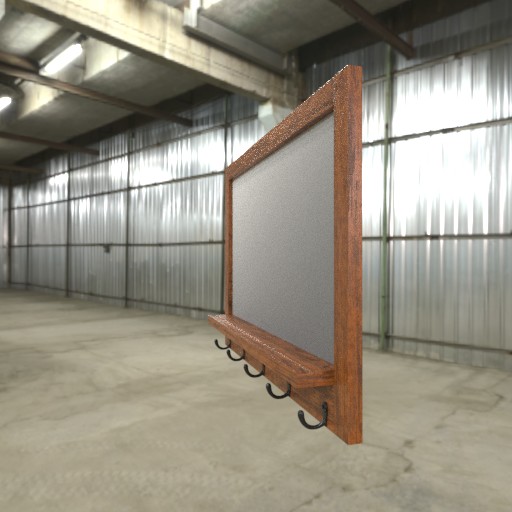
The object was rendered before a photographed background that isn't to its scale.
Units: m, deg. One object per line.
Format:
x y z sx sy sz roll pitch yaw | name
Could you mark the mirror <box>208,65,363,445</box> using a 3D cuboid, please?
0.000 0.000 0.980 0.084 0.537 0.758 0 0 -17 | mirror
